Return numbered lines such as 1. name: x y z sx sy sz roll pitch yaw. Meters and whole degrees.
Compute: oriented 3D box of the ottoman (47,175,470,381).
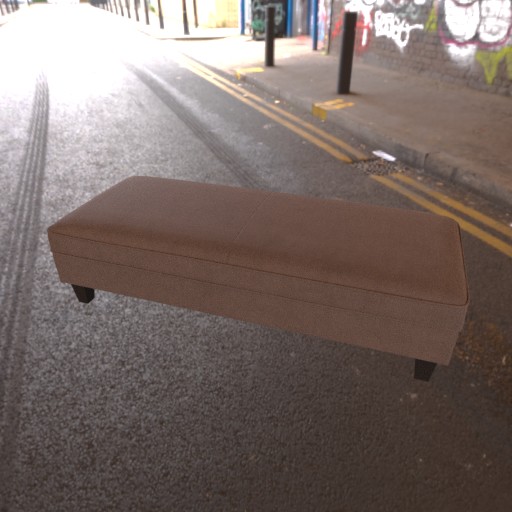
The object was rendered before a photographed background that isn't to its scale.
1. ottoman: 0.000 0.000 2.092 1.764 0.470 0.751 10 32 16
